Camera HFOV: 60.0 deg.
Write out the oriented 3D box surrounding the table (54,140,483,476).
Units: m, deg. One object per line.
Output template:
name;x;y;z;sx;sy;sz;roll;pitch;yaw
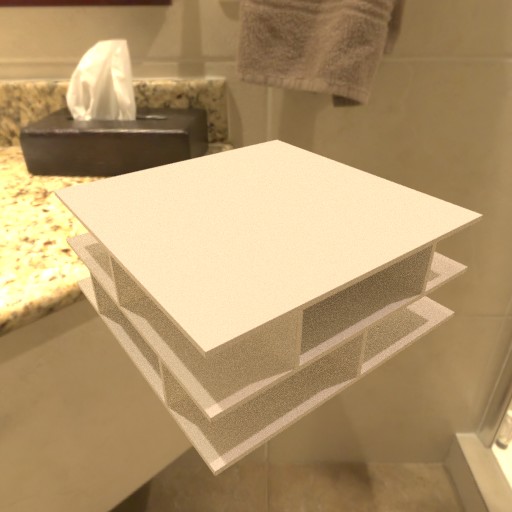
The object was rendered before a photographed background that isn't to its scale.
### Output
table;0.000;0.000;1.090;0.700;0.289;0.700;-21;37;-31
